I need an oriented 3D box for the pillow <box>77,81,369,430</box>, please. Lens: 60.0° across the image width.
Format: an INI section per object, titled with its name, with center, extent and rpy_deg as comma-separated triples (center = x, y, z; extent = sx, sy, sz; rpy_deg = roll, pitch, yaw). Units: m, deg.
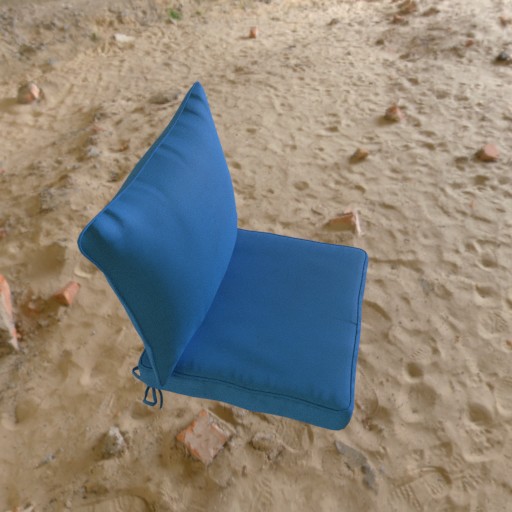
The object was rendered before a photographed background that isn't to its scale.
[pillow]
center = 0.000, 0.000, 1.368
extent = 0.733, 0.725, 0.798
rpy_deg = 10, 47, 10
